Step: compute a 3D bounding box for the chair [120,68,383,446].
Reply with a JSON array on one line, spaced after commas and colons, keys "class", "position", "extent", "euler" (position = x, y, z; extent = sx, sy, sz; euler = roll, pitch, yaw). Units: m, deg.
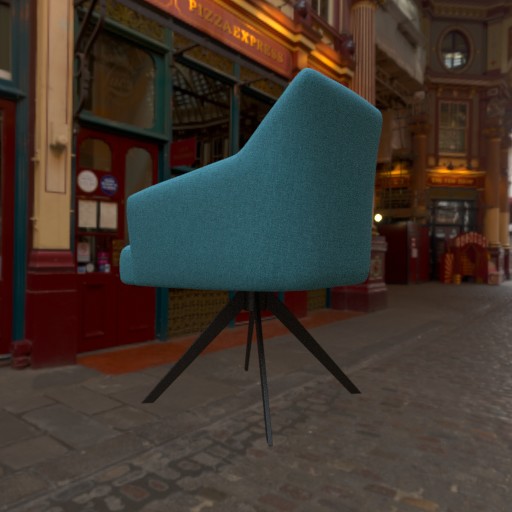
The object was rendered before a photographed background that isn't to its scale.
[{"class": "chair", "position": [0.000, 0.000, 1.360], "extent": [0.677, 0.874, 0.642], "euler": [0, 1, 38]}]
